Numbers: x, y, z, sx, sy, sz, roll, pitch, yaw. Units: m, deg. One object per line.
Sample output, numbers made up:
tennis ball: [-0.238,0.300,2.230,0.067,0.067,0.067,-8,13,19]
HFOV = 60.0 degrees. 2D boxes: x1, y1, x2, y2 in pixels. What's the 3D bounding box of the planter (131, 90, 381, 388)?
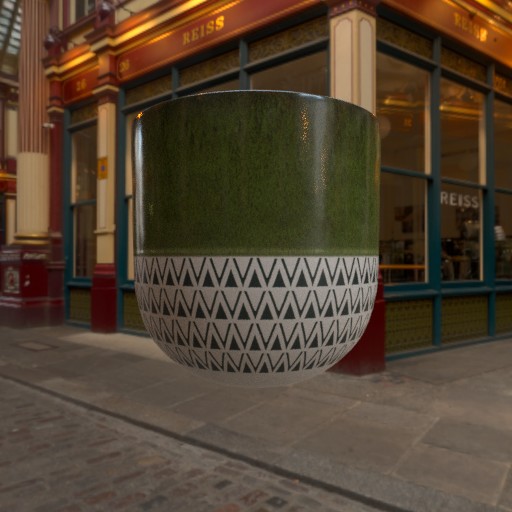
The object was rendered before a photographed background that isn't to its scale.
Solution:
planter: [0.000,0.000,0.491,0.266,0.270,0.266,0,0,0]
